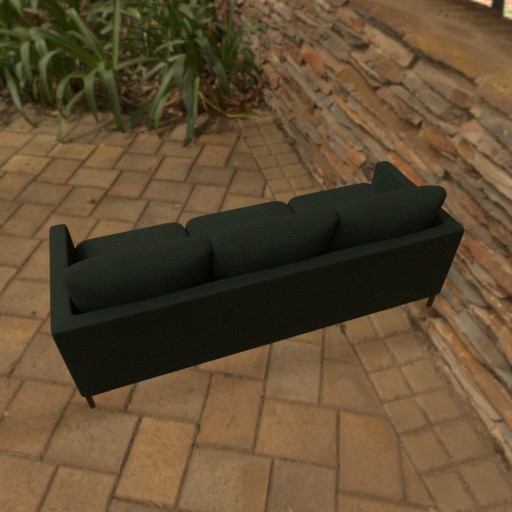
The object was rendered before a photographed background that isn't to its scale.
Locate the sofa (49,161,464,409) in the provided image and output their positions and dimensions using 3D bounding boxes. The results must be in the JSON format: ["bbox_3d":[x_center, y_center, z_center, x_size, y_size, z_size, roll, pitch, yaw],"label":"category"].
[{"bbox_3d":[0.000,0.000,2.659,2.218,0.870,0.859,-13,43,-15],"label":"sofa"}]
